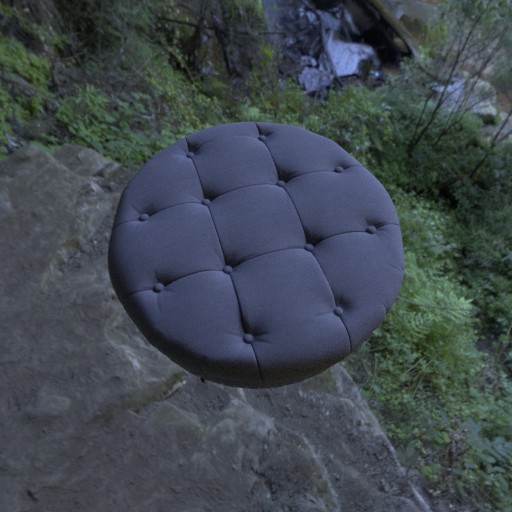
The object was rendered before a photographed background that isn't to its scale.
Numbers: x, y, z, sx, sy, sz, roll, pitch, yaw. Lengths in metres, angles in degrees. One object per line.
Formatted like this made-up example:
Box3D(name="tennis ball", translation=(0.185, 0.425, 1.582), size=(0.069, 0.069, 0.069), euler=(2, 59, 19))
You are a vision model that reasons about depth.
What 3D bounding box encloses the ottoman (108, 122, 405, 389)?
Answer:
Box3D(name="ottoman", translation=(0.000, 0.000, 1.462), size=(0.901, 0.439, 0.901), euler=(0, 59, 0))
